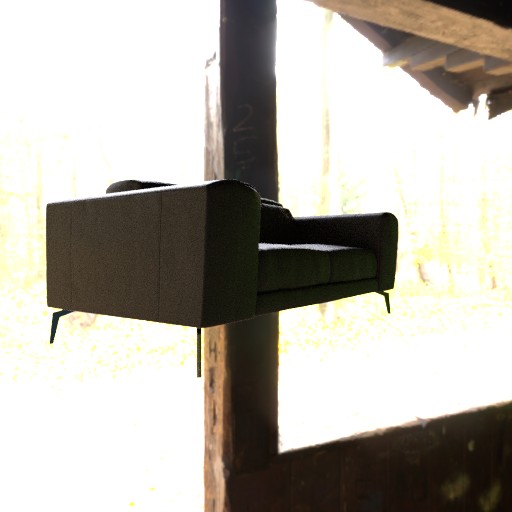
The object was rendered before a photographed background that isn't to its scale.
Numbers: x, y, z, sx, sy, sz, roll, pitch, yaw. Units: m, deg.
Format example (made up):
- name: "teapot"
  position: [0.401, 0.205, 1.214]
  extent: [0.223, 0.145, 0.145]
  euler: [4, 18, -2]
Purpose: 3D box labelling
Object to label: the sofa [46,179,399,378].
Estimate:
- name: "sofa"
  position: [0.000, 0.000, 2.449]
  extent: [1.003, 0.779, 1.895]
  euler: [0, 1, 36]
